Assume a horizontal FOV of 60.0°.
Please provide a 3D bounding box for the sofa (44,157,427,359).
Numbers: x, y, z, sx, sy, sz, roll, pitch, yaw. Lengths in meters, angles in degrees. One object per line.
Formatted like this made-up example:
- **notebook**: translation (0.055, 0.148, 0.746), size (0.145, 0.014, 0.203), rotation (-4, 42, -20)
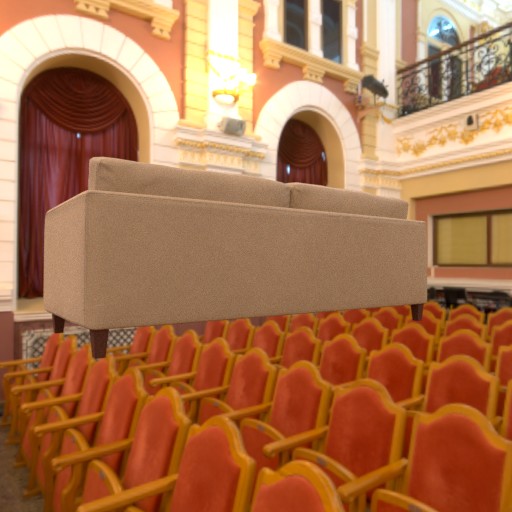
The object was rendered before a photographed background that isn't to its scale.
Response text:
- **sofa**: translation (0.000, 0.000, 2.900), size (2.404, 0.912, 0.988), rotation (1, -2, -35)
